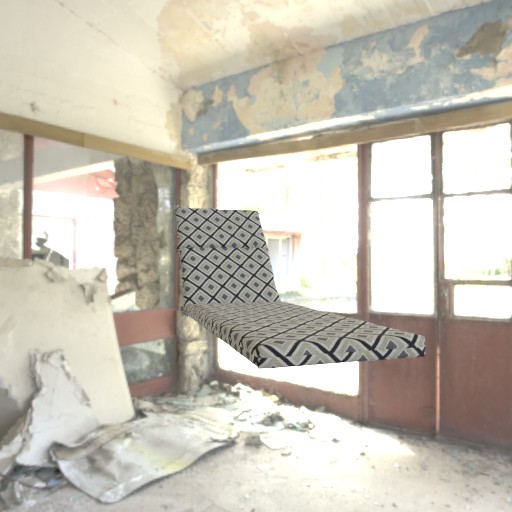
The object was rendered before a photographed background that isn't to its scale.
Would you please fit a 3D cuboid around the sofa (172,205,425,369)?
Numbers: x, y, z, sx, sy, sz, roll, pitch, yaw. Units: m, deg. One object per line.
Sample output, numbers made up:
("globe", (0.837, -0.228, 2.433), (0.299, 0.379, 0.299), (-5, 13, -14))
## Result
("sofa", (0.000, 0.000, 1.995), (0.582, 0.622, 1.663), (0, -1, -18))
